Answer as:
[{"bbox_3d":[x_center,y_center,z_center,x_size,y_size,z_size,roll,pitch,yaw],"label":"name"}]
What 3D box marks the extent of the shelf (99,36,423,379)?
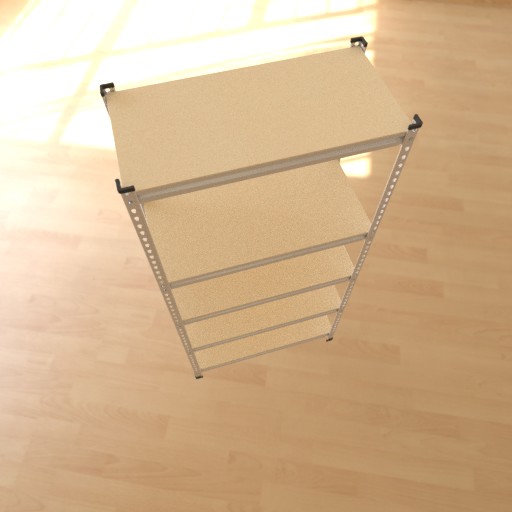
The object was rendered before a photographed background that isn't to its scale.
[{"bbox_3d":[0.000,0.000,2.153,0.914,1.829,0.457,-14,60,-8],"label":"shelf"}]
